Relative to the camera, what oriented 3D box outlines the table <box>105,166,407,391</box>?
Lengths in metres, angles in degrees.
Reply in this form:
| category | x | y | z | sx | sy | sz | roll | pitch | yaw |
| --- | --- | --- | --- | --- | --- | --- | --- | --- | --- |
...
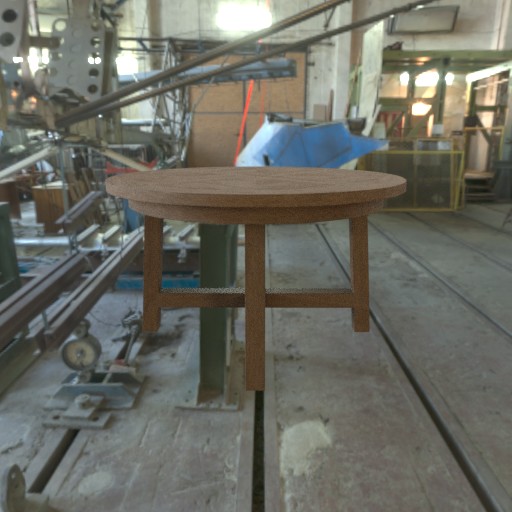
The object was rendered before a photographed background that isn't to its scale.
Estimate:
| category | x | y | z | sx | sy | sz | roll | pitch | yaw |
| --- | --- | --- | --- | --- | --- | --- | --- | --- | --- |
| table | 0.000 | 0.000 | 2.140 | 1.319 | 0.762 | 1.319 | 0 | 15 | 0 |
